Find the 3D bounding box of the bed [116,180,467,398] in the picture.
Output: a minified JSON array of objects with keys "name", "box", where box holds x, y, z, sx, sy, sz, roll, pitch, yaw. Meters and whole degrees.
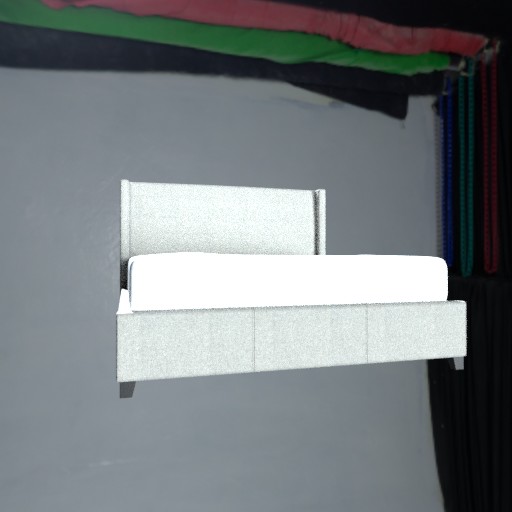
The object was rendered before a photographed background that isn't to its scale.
[{"name":"bed","box":[0.000,0.000,3.604,2.140,1.470,2.280,0,0,-16]}]
